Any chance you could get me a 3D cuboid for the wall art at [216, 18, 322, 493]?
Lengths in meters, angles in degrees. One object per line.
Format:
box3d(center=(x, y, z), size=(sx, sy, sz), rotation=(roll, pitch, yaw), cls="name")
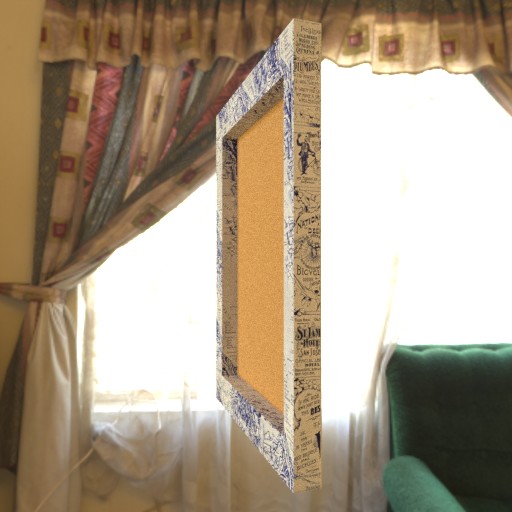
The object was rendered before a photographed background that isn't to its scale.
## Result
box3d(center=(0.000, 0.000, 0.759), size=(0.040, 0.601, 0.408), rotation=(0, 0, -19), cls="wall art")
